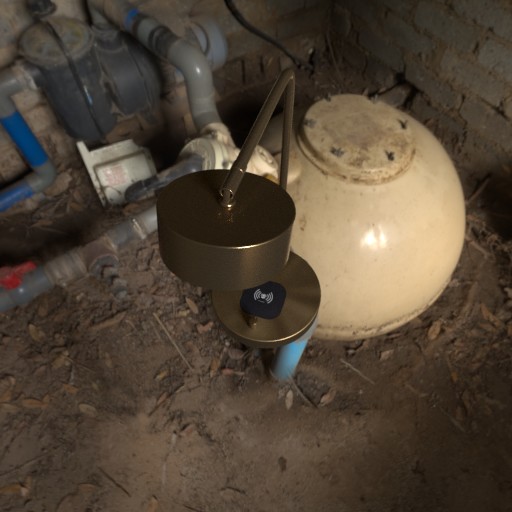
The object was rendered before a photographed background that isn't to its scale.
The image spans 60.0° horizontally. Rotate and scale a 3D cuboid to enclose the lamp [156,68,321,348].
[{"bbox_3d":[0.000,0.000,0.525,0.171,0.380,0.270,15,57,10],"label":"lamp"}]
